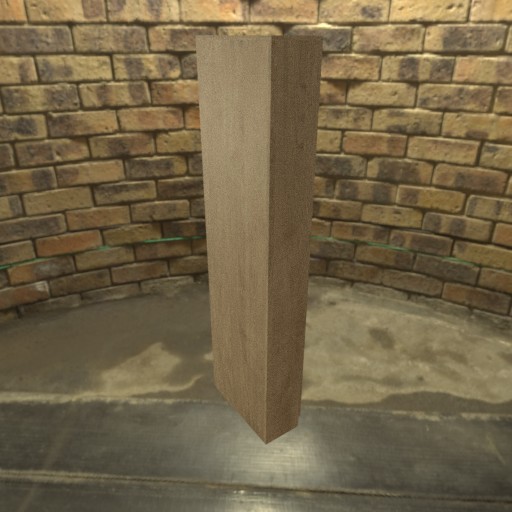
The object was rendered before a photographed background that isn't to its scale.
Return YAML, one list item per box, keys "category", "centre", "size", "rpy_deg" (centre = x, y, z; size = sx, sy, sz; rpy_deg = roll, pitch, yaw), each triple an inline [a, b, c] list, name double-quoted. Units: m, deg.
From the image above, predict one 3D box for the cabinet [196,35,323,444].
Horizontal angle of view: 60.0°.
- category: "cabinet"
  centre: [0.000, 0.000, 2.009]
  size: [0.230, 1.790, 0.500]
  rpy_deg: [-17, 31, -31]
